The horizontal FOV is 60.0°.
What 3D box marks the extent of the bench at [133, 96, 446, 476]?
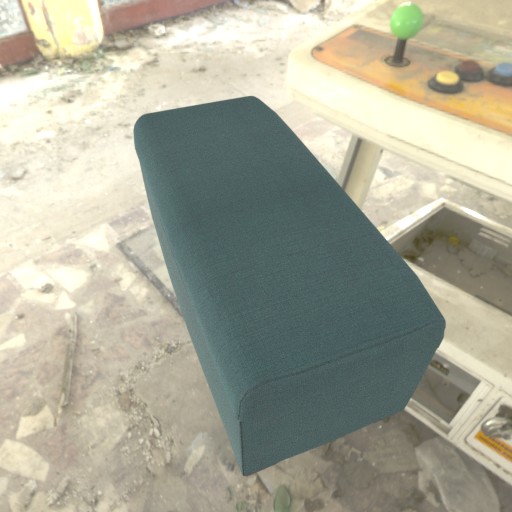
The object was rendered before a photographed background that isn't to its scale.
[{"bbox_3d":[0.000,0.000,1.249,0.476,0.474,0.995,-16,48,-15],"label":"bench"}]
